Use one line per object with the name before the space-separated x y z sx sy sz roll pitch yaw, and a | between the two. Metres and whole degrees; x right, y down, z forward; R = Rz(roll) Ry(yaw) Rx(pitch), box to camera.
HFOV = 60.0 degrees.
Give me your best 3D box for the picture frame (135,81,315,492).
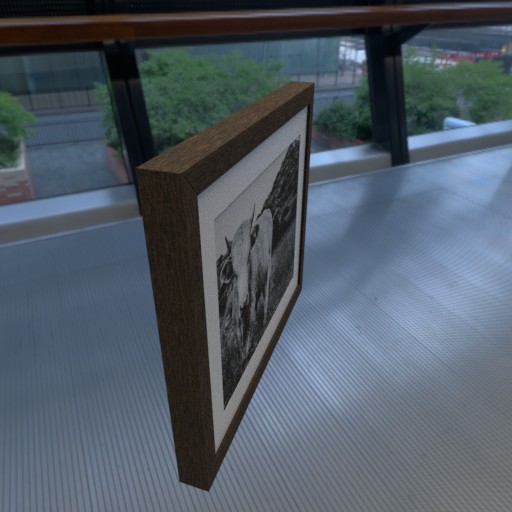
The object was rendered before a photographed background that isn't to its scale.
picture frame | 0.000 0.000 0.518 0.033 0.330 0.378 10 31 17
